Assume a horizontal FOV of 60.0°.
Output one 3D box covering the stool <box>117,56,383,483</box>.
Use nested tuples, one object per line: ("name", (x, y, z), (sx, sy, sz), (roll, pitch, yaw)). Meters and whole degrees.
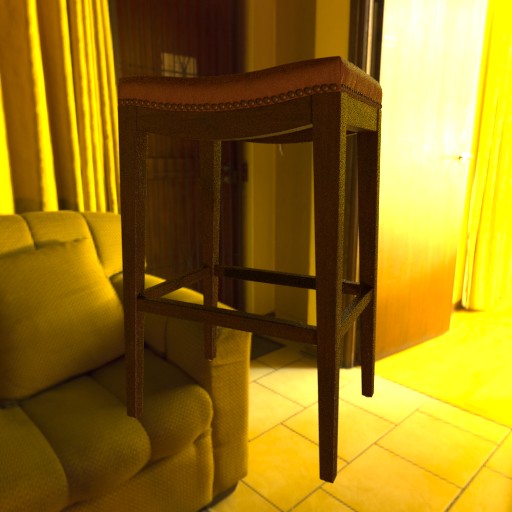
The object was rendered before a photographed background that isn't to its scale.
("stool", (0.000, 0.000, 1.009), (0.500, 0.759, 0.361), (6, 14, 26))
